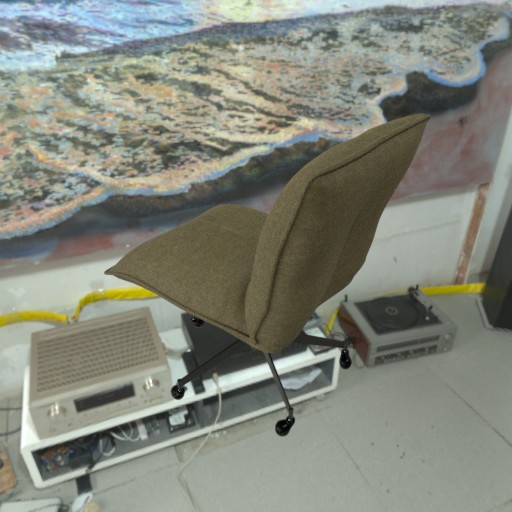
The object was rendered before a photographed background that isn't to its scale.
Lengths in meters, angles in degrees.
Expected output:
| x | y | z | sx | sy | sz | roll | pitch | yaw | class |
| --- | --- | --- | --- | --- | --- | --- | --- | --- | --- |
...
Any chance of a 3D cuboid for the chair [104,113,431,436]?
| x | y | z | sx | sy | sz | roll | pitch | yaw | class |
| --- | --- | --- | --- | --- | --- | --- | --- | --- | --- |
| 0.000 | 0.000 | 1.288 | 0.696 | 0.811 | 0.597 | 21 | 37 | 31 | chair |
